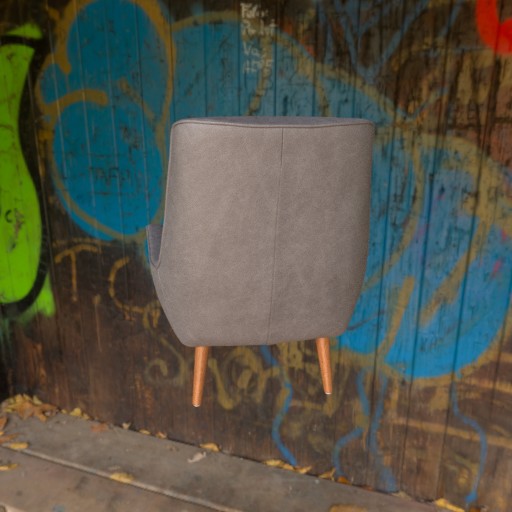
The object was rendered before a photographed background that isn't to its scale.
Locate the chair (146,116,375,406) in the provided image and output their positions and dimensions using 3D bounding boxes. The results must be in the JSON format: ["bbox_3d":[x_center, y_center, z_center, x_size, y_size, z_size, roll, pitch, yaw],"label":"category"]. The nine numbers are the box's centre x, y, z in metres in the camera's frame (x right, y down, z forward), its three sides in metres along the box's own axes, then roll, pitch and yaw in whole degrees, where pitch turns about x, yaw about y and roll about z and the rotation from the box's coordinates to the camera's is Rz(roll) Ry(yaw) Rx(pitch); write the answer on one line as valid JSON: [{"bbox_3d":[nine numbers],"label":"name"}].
[{"bbox_3d":[0.000,0.000,1.517,0.787,0.888,0.822,-2,16,-9],"label":"chair"}]
